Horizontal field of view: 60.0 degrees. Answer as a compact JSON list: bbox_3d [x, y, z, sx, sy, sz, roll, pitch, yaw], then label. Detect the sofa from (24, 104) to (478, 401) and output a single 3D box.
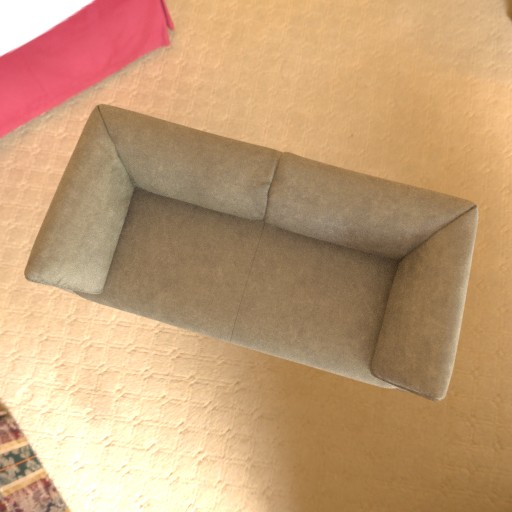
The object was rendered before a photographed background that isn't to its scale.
[{"bbox_3d":[0.000,0.000,2.253,1.878,0.747,0.905,16,77,4],"label":"sofa"}]
